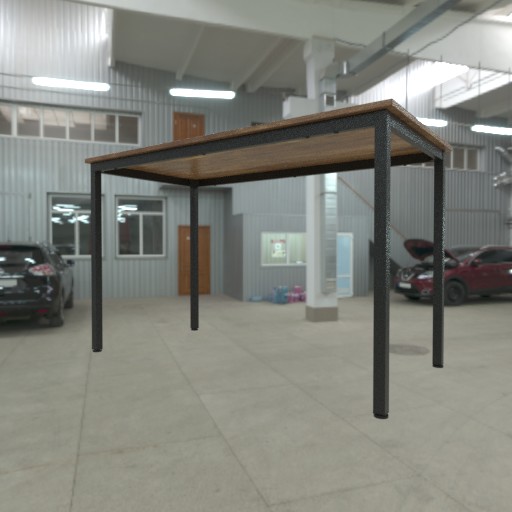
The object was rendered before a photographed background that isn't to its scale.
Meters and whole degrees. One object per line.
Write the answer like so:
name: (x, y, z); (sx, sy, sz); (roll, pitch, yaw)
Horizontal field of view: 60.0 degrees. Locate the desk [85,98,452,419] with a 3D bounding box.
desk: (0.000, 0.000, 1.611); (1.200, 0.749, 0.600); (1, 2, 36)
